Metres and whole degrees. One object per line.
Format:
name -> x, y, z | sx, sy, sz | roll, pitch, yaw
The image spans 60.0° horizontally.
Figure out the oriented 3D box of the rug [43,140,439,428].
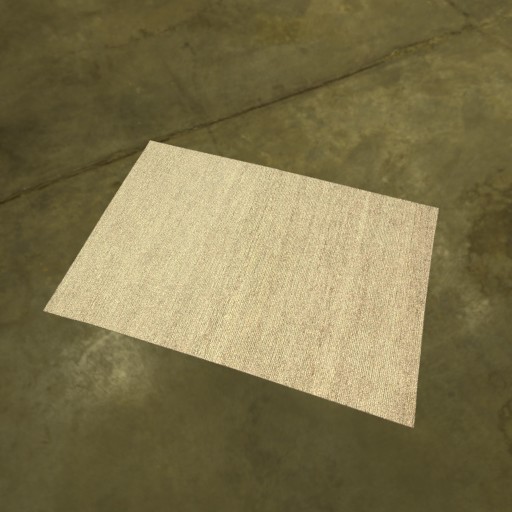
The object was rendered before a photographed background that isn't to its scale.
rug -> 0.000, 0.000, 3.036 | 2.342, 0.030, 1.609 | 15, 59, 9
